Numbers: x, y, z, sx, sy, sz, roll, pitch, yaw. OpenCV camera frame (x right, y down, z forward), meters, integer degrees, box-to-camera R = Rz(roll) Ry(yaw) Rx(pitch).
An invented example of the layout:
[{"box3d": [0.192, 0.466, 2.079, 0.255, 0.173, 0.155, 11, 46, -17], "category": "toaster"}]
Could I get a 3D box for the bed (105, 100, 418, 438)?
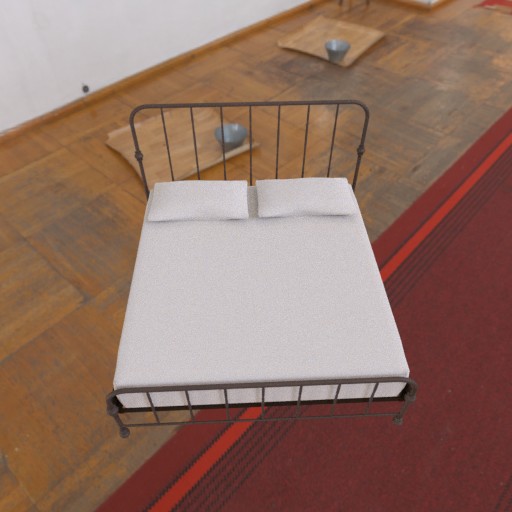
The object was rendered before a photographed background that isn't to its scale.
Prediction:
[{"box3d": [0.000, 0.000, 3.393, 2.044, 1.446, 2.134, -2, 46, -2], "category": "bed"}]
